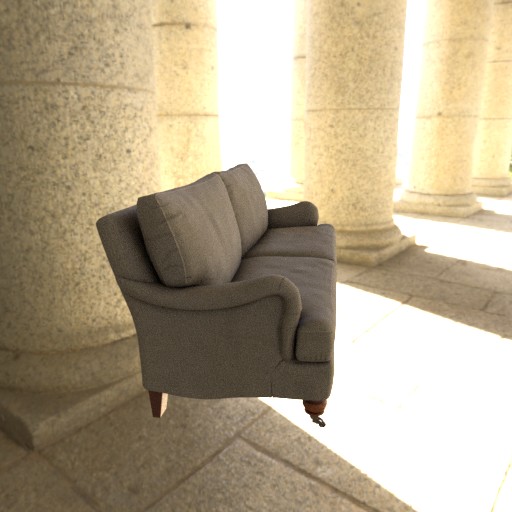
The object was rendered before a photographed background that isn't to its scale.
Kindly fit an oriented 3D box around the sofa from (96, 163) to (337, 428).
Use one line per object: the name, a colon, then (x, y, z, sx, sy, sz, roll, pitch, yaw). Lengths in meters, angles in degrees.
sofa: (0.000, 0.000, 2.950, 1.069, 1.096, 2.193, 3, 16, 9)
